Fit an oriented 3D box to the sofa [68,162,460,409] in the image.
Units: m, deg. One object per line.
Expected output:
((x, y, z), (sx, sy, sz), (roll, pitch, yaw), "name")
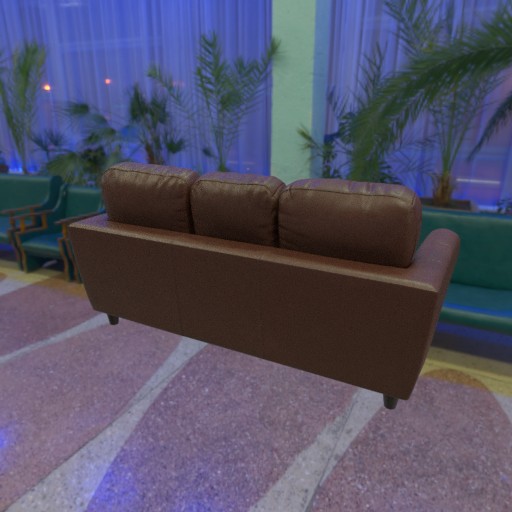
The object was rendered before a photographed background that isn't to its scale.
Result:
((0.000, 0.000, 2.299), (1.862, 0.915, 0.802), (10, 21, 27), "sofa")
